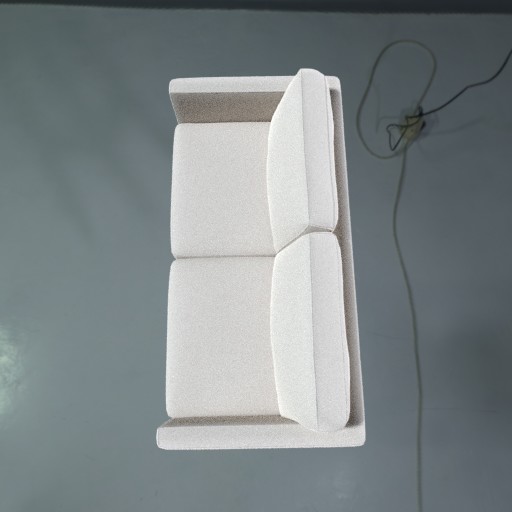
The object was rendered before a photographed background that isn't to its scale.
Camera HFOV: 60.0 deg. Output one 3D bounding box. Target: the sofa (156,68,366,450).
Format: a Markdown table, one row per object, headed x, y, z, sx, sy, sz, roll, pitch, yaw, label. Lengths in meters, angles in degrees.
| x | y | z | sx | sy | sz | roll | pitch | yaw | label |
| --- | --- | --- | --- | --- | --- | --- | --- | --- | --- |
| 0.000 | 0.000 | 2.215 | 0.873 | 0.888 | 1.722 | -1 | 76 | 0 | sofa |
